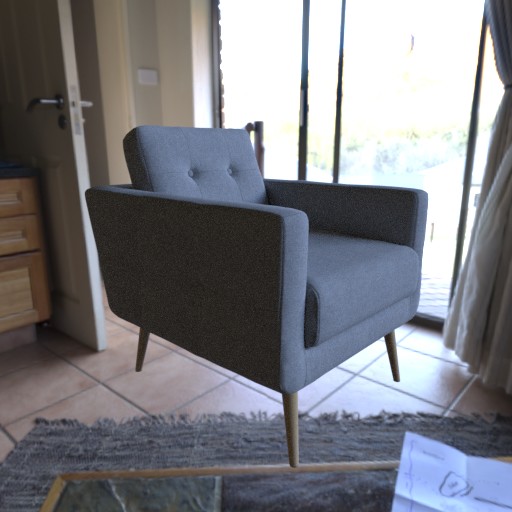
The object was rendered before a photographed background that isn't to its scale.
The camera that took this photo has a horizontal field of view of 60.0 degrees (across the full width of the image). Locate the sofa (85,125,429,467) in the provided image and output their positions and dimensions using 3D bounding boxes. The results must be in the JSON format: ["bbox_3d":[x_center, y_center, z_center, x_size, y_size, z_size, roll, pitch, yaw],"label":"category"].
[{"bbox_3d":[0.000,0.000,1.510,0.920,0.860,0.770,13,19,42],"label":"sofa"}]
